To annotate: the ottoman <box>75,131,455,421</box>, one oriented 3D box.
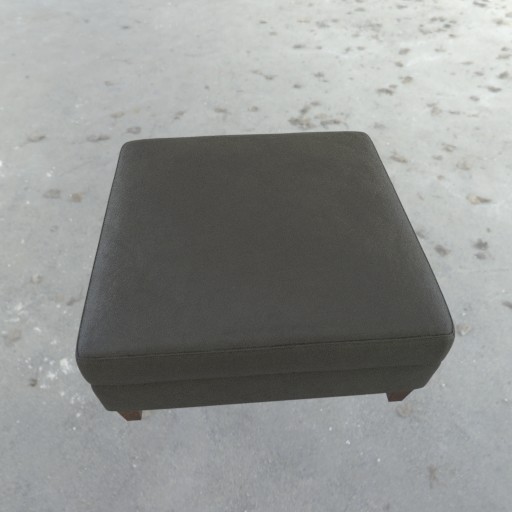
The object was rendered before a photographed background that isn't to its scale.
[{"bbox_3d":[0.000,0.000,1.306,0.836,0.415,0.844,-3,47,-3],"label":"ottoman"}]
